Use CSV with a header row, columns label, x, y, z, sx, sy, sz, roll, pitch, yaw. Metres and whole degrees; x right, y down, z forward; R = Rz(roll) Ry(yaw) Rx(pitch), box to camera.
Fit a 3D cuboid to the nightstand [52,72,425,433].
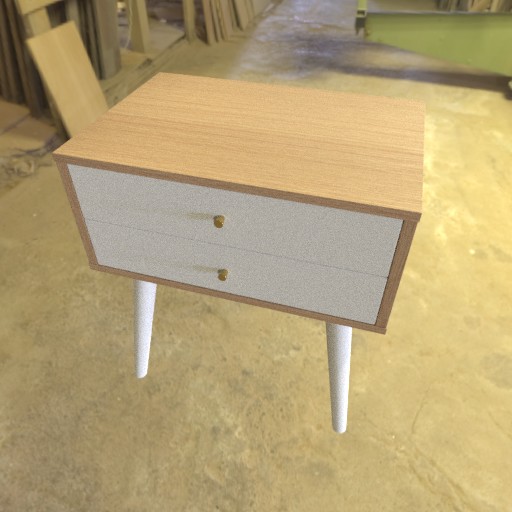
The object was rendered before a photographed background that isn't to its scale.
label,x,y,z,sx,sy,sz,roll,pitch,yaw
nightstand,0.000,0.000,0.984,0.571,0.610,0.407,11,42,12
